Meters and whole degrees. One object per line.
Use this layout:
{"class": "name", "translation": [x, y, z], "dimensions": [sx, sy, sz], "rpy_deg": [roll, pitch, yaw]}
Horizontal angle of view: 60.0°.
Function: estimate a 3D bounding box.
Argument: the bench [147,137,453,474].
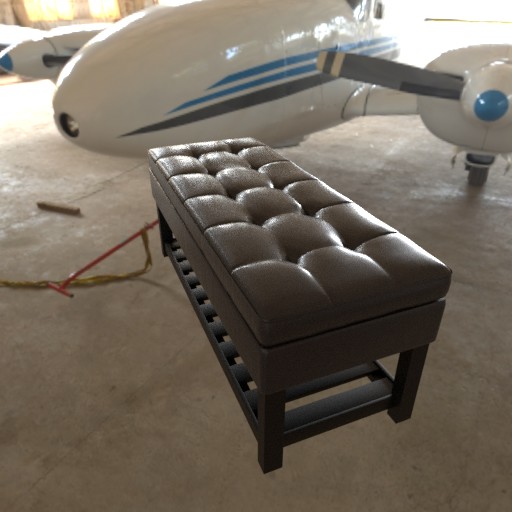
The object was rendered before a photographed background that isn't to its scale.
{"class": "bench", "translation": [0.000, 0.000, 1.366], "dimensions": [0.432, 0.460, 1.105], "rpy_deg": [-12, 32, -19]}
